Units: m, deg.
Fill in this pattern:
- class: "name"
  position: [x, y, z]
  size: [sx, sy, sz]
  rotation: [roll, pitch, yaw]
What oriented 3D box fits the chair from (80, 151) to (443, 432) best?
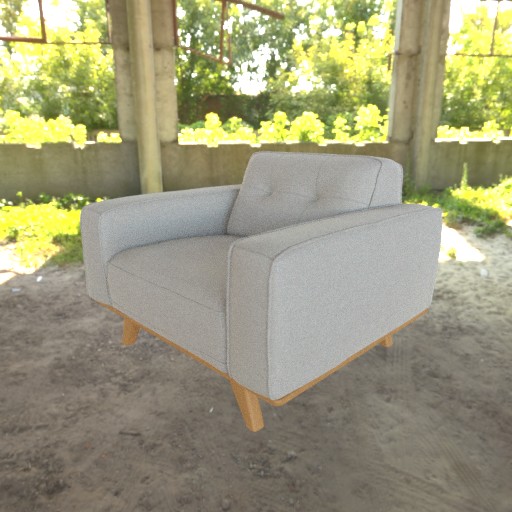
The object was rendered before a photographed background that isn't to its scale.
- class: "chair"
  position: [0.000, 0.000, 1.762]
  size: [0.953, 0.779, 1.115]
  rotation: [-15, 22, -42]
